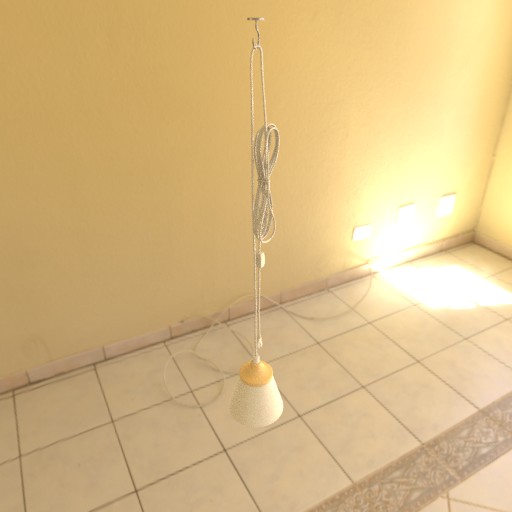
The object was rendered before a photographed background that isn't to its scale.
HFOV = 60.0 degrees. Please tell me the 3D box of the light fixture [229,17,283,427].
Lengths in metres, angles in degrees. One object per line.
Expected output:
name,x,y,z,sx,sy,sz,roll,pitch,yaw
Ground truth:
light fixture,0.000,0.000,1.021,0.153,0.966,0.153,-21,35,-33
